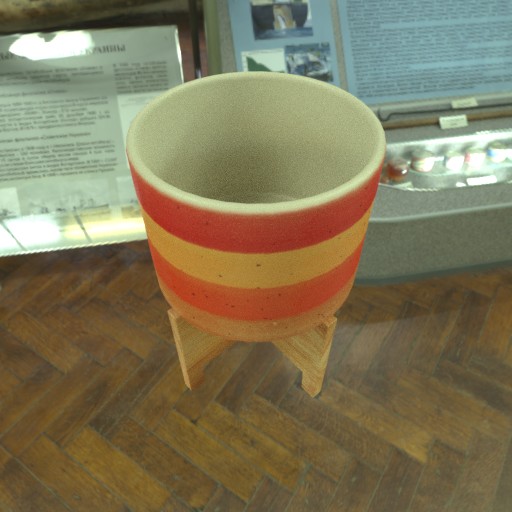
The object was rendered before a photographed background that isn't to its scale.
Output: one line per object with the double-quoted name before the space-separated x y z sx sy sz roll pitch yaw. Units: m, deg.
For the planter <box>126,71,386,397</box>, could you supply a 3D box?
"planter" 0.000 0.000 0.580 0.269 0.379 0.269 0 47 0
